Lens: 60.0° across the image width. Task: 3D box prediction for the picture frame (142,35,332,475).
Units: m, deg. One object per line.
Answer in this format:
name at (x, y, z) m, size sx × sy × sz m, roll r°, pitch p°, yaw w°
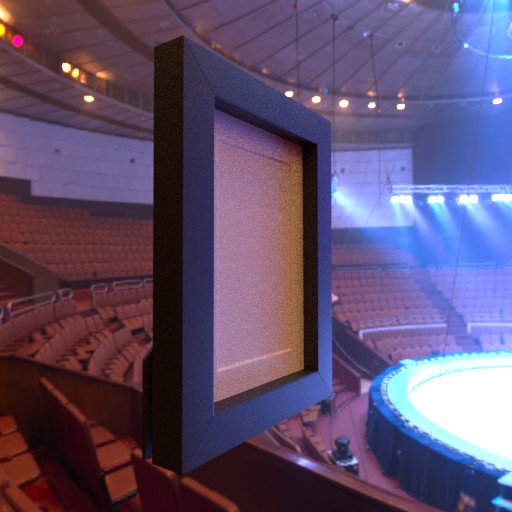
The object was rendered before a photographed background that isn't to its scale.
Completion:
picture frame at (0.000, 0.000, 0.281) m, size 0.028 × 0.208 × 0.157 m, roll -1°, pitch -1°, yaw 36°
